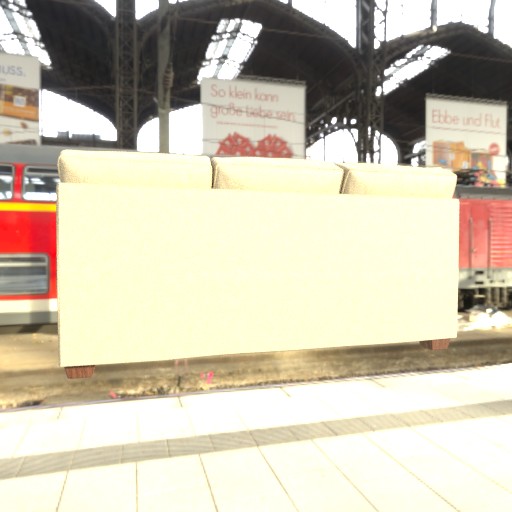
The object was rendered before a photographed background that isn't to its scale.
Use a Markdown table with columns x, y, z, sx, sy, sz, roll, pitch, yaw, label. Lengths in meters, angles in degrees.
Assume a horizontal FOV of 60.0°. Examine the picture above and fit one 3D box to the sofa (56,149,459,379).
| x | y | z | sx | sy | sz | roll | pitch | yaw | label |
| --- | --- | --- | --- | --- | --- | --- | --- | --- | --- |
| 0.000 | 0.000 | 2.488 | 1.962 | 0.973 | 1.027 | 0 | 1 | -17 | sofa |
